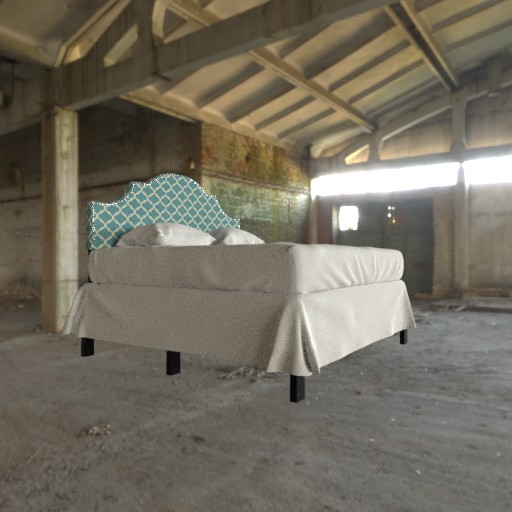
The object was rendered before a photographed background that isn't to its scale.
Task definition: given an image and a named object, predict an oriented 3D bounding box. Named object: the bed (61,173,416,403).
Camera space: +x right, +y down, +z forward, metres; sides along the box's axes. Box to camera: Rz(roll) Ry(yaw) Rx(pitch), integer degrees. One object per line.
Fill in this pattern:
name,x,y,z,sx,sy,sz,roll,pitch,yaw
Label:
bed,0.000,0.000,3.821,2.222,1.601,2.314,0,0,35
